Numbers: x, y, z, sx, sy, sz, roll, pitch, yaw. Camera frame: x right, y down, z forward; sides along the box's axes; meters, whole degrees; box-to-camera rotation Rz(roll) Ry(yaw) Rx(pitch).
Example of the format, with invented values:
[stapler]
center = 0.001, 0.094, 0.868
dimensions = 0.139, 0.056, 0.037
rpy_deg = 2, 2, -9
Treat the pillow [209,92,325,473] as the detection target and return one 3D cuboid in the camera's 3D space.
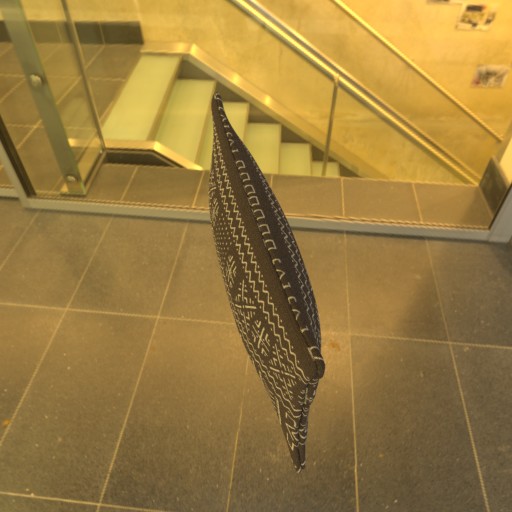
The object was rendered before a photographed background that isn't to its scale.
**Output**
[pillow]
center = 0.000, 0.000, 0.813
dimensions = 0.135, 0.322, 0.667
rpy_deg = -10, 47, -9
